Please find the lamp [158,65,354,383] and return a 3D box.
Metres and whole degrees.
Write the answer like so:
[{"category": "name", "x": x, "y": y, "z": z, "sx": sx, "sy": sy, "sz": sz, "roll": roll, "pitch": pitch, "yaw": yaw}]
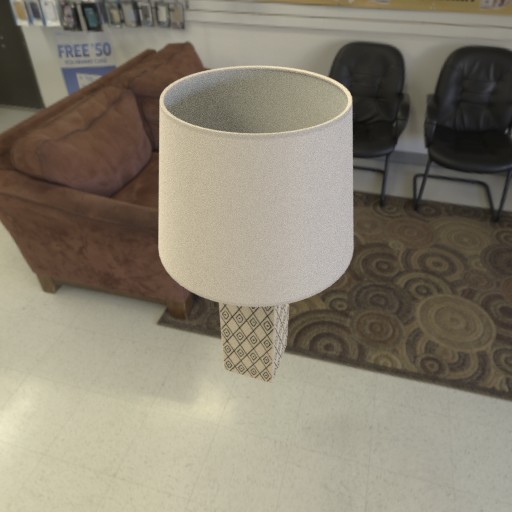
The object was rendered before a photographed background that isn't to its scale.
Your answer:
[{"category": "lamp", "x": 0.000, "y": 0.000, "z": 0.599, "sx": 0.251, "sy": 0.435, "sz": 0.251, "roll": 0, "pitch": 39, "yaw": 0}]
